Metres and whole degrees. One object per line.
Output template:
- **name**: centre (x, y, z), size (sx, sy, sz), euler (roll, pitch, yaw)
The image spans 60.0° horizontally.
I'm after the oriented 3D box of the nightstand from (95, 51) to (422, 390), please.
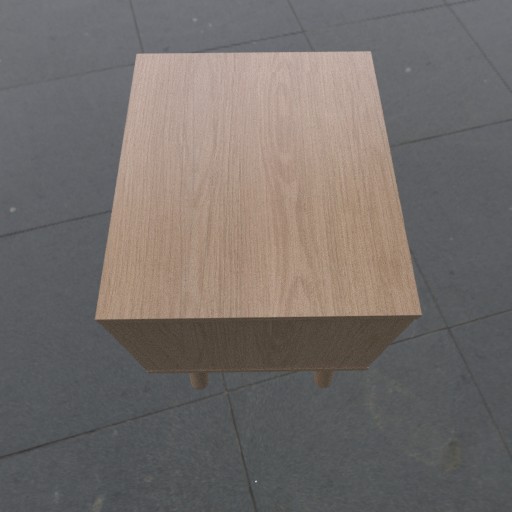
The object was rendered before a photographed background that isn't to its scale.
- **nightstand**: centre (0.000, 0.000, 0.871), size (0.380, 0.571, 0.450), euler (-1, 63, 0)
